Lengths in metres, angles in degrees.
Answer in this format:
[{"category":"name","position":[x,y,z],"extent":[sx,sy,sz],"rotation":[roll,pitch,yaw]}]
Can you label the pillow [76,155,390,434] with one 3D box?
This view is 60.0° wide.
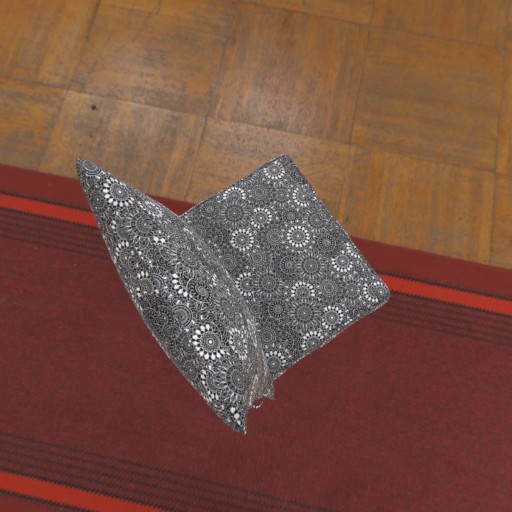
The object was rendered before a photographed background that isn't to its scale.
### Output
[{"category":"pillow","position":[0.000,0.000,1.388],"extent":[0.740,0.722,0.798],"rotation":[-32,77,-8]}]
